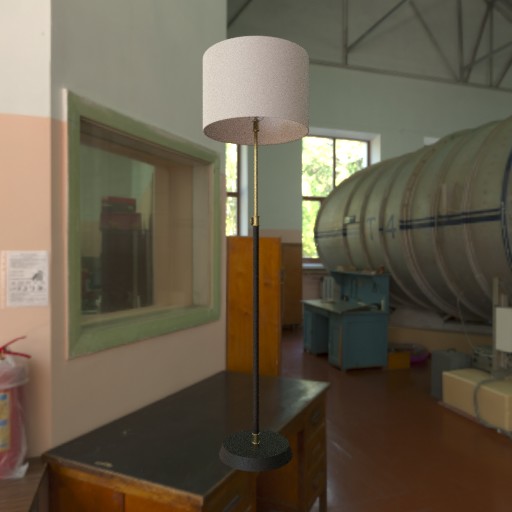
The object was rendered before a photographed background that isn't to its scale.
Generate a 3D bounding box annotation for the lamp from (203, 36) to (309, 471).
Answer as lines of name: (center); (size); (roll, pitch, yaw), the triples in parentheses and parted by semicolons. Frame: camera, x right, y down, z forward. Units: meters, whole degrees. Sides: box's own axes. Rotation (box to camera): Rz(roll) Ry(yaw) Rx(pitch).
lamp: (0.000, 0.000, 1.698); (0.404, 1.517, 0.404); (0, 0, 17)
